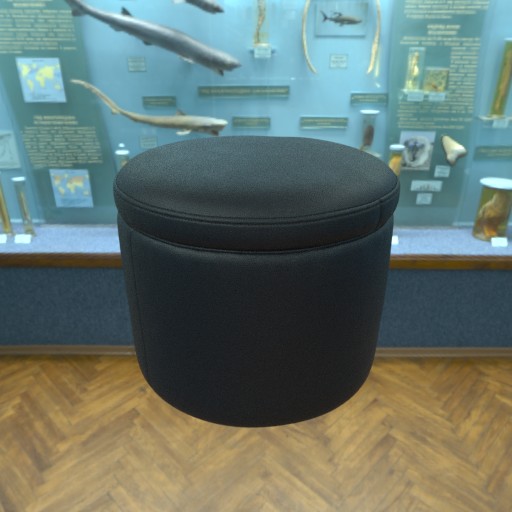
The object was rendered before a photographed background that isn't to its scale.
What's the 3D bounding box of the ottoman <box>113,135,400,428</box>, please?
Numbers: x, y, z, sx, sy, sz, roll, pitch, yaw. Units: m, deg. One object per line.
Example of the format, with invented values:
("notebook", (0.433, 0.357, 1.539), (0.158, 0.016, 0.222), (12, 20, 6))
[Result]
("ottoman", (0.000, 0.000, 0.870), (0.501, 0.409, 0.501), (0, 26, 0))
